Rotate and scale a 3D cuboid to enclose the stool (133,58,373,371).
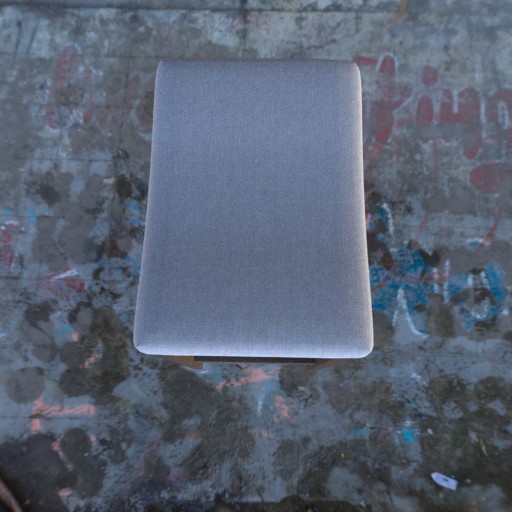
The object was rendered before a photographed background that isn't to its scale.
[{"bbox_3d":[0.000,0.000,1.020,0.356,0.762,0.508,1,75,0],"label":"stool"}]
